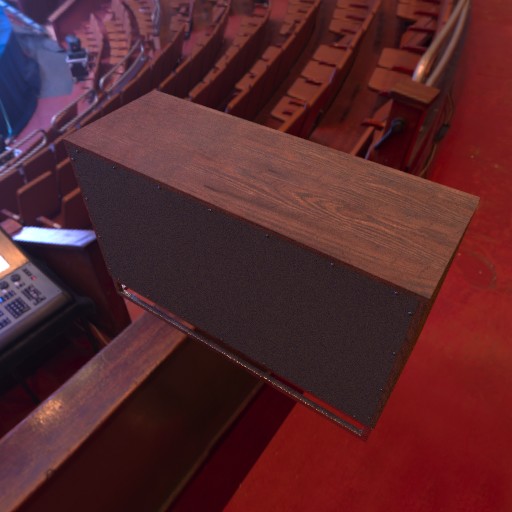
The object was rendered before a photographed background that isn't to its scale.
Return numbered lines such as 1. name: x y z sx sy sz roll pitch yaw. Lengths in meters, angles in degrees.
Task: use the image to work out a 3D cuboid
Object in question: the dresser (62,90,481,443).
1. dresser: 0.000 0.000 2.185 1.646 1.061 0.623 25 50 23
